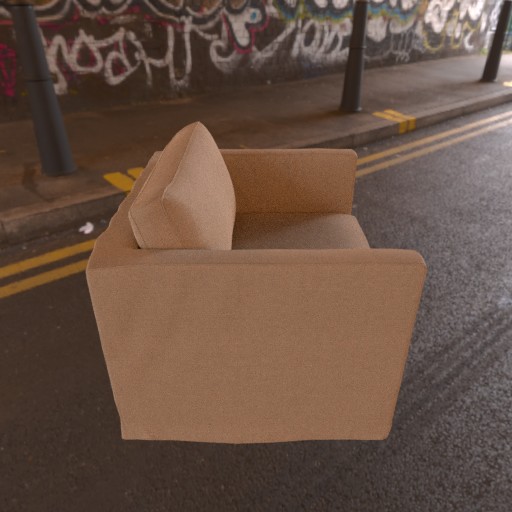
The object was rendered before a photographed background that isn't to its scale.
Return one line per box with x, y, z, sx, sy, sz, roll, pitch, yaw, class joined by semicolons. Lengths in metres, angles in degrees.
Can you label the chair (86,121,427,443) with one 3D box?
0.000;0.000;1.743;0.949;0.867;1.057;0;31;0;chair
